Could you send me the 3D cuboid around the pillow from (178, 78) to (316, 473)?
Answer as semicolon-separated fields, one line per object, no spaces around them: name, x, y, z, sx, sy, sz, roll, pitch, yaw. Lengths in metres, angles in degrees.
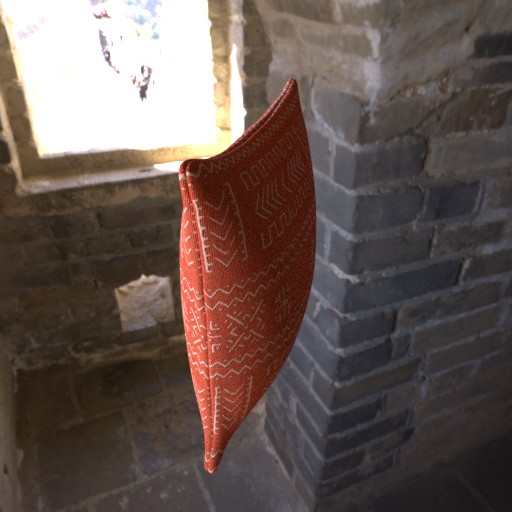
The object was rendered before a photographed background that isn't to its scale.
pillow;0.000;0.000;0.653;0.164;0.429;0.438;9;32;14
